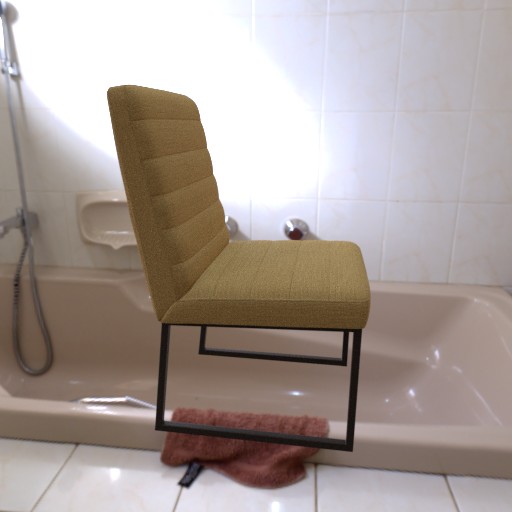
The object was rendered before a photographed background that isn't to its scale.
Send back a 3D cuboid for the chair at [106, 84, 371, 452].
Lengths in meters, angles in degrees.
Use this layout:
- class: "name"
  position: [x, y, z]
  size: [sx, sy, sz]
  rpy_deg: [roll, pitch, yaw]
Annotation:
- class: "chair"
  position: [0.000, 0.000, 1.315]
  size: [0.634, 0.930, 0.520]
  rpy_deg: [3, 17, 9]
